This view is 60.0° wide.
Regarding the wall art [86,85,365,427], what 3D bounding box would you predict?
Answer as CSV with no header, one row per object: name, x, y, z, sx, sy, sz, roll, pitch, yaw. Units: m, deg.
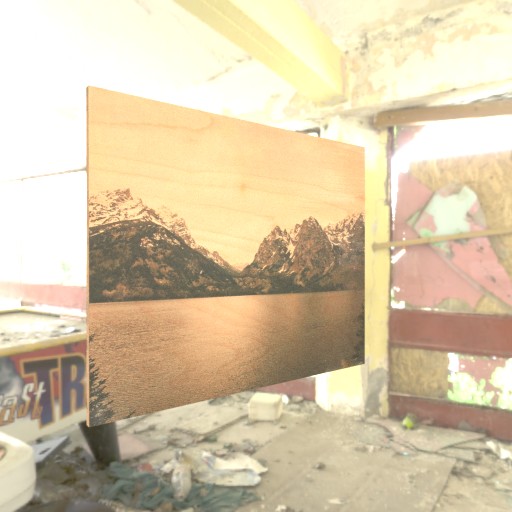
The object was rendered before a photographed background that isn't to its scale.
wall art,0.000,0.000,0.686,0.508,0.408,0.010,0,0,-37
